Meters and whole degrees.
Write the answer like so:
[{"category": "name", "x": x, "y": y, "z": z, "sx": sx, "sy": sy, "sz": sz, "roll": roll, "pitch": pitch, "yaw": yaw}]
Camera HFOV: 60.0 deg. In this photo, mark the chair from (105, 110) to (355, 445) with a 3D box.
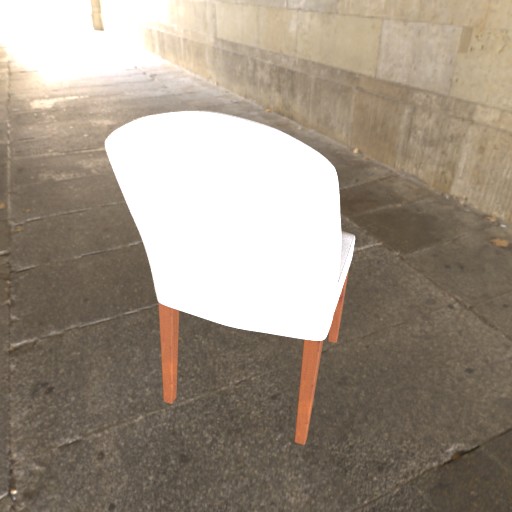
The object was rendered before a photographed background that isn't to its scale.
[{"category": "chair", "x": 0.000, "y": 0.000, "z": 1.207, "sx": 0.472, "sy": 0.893, "sz": 0.540, "roll": 11, "pitch": 33, "yaw": 17}]
